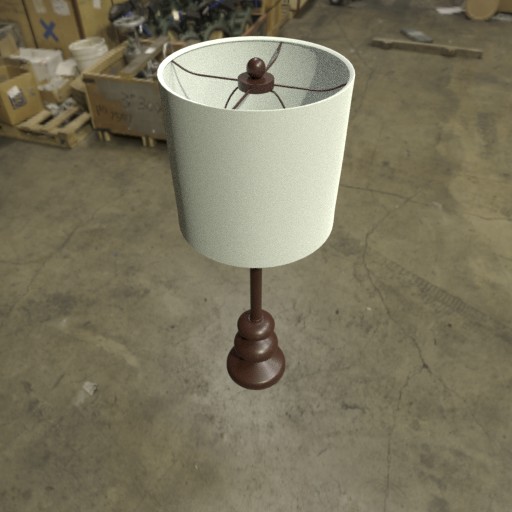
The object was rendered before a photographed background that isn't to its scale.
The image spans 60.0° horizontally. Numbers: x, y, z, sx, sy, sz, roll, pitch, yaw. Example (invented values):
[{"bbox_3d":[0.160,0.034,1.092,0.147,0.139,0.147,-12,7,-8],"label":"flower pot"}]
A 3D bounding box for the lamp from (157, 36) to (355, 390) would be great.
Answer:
[{"bbox_3d":[0.000,0.000,0.800,0.254,0.690,0.254,13,44,13],"label":"lamp"}]
